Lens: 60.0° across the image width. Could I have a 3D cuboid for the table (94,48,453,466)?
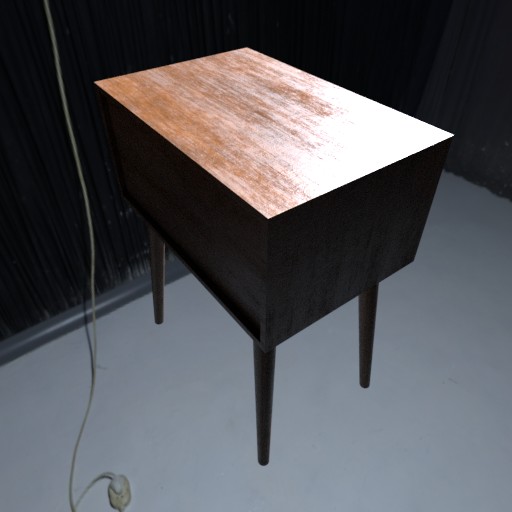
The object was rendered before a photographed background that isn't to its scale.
[{"bbox_3d":[0.000,0.000,0.831,0.307,0.580,0.454,-26,48,-27],"label":"table"}]
